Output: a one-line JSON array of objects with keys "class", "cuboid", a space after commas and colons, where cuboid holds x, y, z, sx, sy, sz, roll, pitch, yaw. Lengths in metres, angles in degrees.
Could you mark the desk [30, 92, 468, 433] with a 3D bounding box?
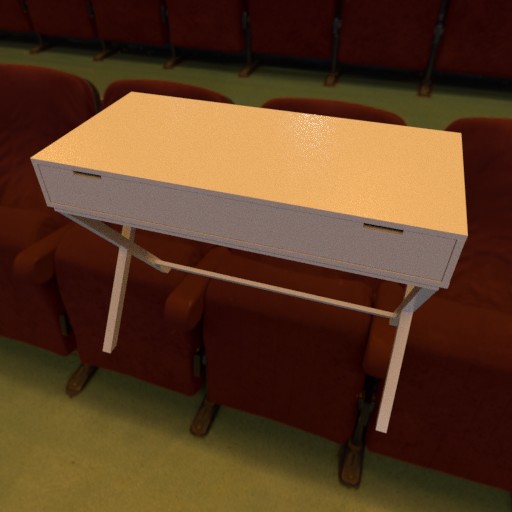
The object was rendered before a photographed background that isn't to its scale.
[{"class": "desk", "cuboid": [0.000, 0.000, 1.446, 1.059, 0.780, 0.509, 12, 41, 14]}]
